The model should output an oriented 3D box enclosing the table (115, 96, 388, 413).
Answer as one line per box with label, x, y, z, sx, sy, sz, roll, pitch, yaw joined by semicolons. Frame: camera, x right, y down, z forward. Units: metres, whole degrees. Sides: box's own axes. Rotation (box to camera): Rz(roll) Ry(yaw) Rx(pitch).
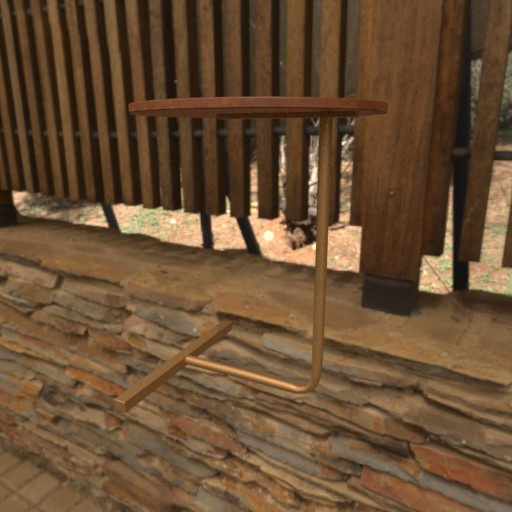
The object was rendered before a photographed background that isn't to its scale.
table;0.000;0.000;1.099;0.577;0.706;0.530;8;17;25
